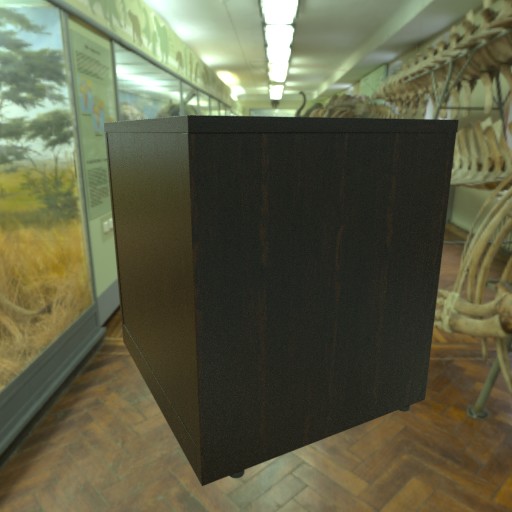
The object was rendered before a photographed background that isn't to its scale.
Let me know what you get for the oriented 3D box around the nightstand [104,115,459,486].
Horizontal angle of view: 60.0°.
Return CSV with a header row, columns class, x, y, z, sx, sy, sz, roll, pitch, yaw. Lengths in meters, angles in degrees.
class,x,y,z,sx,sy,sz,roll,pitch,yaw
nightstand,0.000,0.000,0.839,0.427,0.487,0.489,-8,18,-27
